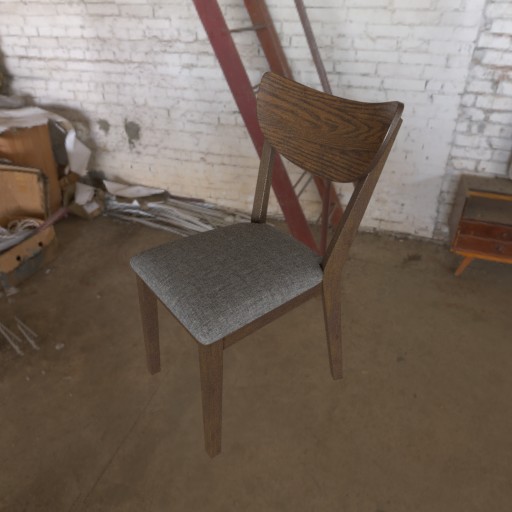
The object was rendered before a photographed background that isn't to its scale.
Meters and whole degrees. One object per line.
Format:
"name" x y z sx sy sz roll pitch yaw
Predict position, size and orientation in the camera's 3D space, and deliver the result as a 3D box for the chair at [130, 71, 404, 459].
"chair" 0.000 0.000 1.221 0.583 0.849 0.491 -21 38 -30
